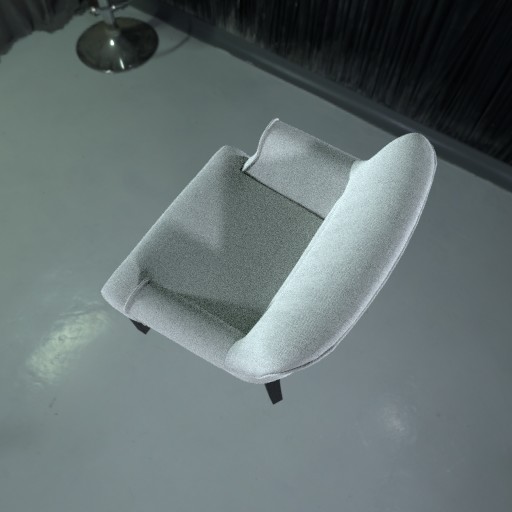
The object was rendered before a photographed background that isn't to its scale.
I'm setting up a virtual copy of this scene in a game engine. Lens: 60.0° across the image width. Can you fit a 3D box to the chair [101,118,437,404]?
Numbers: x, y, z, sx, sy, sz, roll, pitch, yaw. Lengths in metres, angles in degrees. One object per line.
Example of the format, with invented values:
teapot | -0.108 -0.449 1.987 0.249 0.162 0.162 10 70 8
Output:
chair | 0.000 0.000 1.413 0.750 0.875 0.781 29 67 14
